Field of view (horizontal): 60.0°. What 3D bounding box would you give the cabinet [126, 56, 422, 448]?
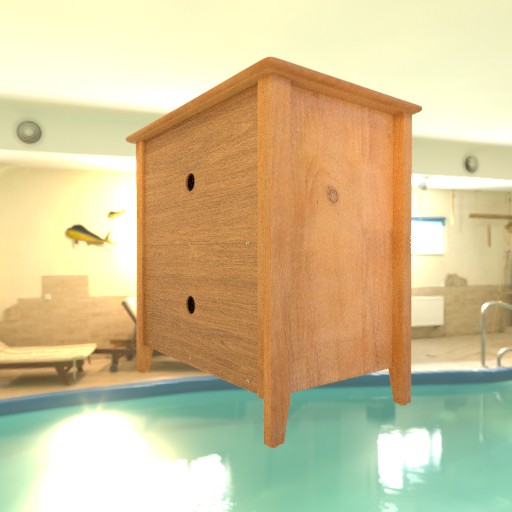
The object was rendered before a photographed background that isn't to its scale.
[{"bbox_3d":[0.000,0.000,1.288,0.503,0.762,0.763,0,1,-36],"label":"cabinet"}]
